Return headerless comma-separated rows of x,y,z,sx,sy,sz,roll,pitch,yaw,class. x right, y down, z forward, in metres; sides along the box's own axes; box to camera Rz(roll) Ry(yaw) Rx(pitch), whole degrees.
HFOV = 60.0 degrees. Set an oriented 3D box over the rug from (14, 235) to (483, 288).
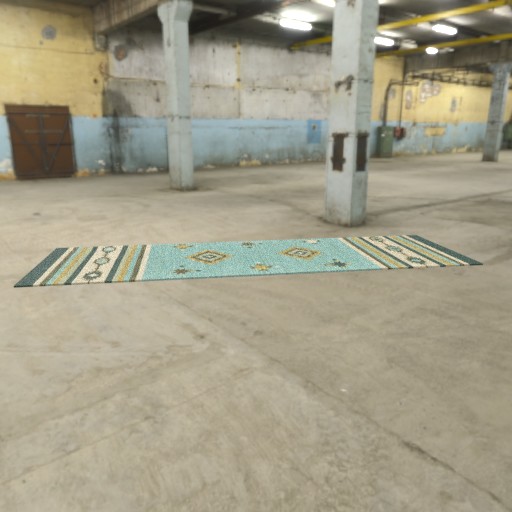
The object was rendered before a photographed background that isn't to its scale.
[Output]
0.000,0.000,2.637,2.441,0.010,0.744,-2,15,-9,rug
